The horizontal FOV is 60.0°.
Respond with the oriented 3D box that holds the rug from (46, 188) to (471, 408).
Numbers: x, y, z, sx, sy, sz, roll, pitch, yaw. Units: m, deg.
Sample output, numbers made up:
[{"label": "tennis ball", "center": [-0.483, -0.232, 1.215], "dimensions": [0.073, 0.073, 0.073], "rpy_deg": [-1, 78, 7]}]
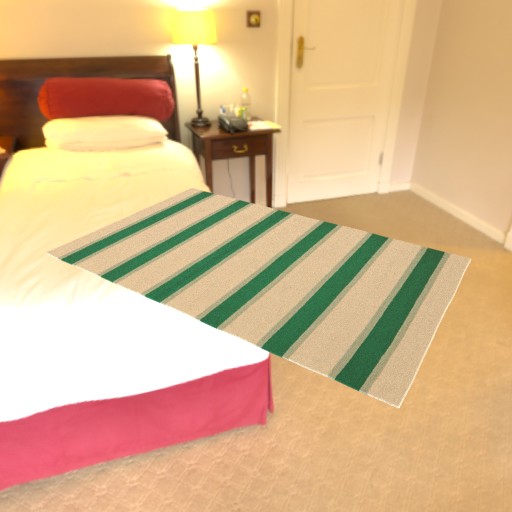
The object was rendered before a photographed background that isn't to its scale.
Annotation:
[{"label": "rug", "center": [0.000, 0.000, 2.983], "dimensions": [2.436, 0.015, 1.521], "rpy_deg": [18, 34, 29]}]
